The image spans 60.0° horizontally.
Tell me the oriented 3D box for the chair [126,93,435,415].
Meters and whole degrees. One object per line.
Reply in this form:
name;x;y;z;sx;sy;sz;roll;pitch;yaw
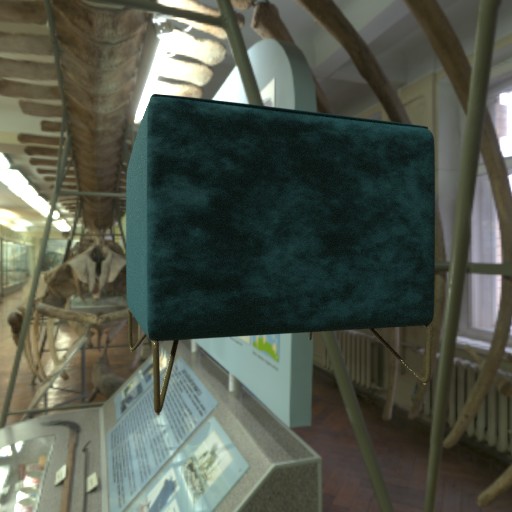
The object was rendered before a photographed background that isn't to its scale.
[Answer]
chair;0.000;0.000;1.615;0.880;0.790;0.894;0;-1;-19
